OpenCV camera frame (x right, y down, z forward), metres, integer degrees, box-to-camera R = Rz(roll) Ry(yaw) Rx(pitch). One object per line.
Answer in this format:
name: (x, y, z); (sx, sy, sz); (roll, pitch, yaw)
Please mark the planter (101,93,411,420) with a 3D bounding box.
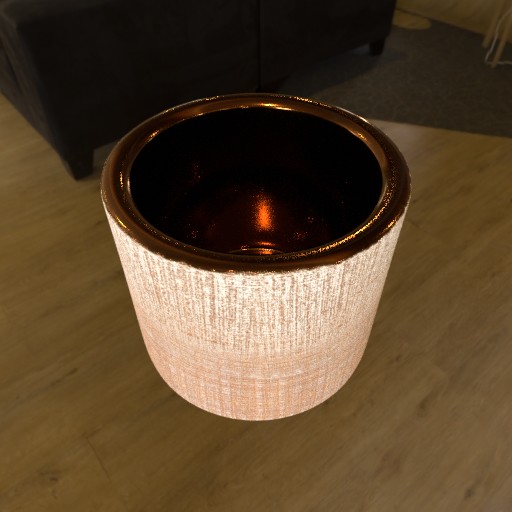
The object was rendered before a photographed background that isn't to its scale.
planter: (0.000, 0.000, 0.310); (0.177, 0.157, 0.177); (0, 46, 0)
